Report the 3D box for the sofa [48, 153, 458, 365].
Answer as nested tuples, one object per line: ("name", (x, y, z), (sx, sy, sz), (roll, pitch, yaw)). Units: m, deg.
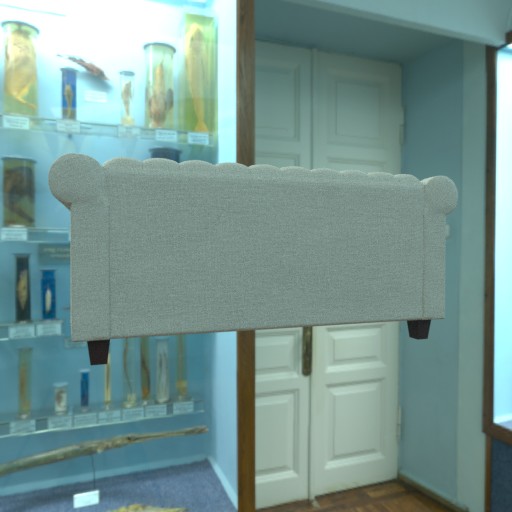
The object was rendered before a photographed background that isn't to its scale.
("sofa", (0.000, 0.000, 2.211), (1.798, 0.797, 0.783), (0, 1, -18))
